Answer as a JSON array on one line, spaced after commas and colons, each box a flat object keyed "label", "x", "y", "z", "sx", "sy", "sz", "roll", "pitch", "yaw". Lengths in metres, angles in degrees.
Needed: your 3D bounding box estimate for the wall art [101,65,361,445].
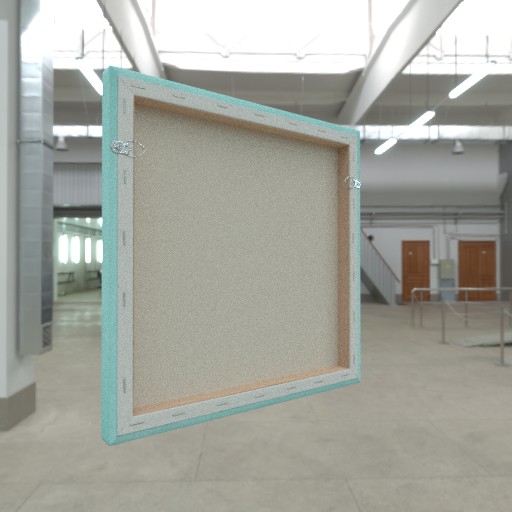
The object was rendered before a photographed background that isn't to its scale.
[{"label": "wall art", "x": 0.000, "y": 0.000, "z": 1.132, "sx": 0.765, "sy": 0.766, "sz": 0.054, "roll": 0, "pitch": -1, "yaw": -37}]
